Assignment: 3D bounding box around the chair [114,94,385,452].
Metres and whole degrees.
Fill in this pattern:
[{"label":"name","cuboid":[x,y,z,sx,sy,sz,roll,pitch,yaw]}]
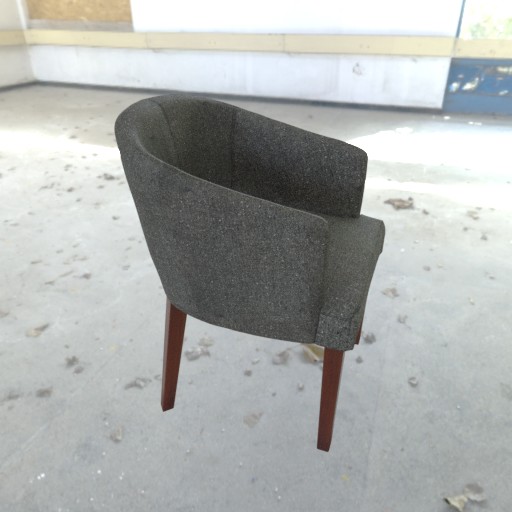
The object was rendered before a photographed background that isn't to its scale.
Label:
[{"label":"chair","cuboid":[0.000,0.000,1.248,0.655,0.811,0.583,11,32,18]}]
